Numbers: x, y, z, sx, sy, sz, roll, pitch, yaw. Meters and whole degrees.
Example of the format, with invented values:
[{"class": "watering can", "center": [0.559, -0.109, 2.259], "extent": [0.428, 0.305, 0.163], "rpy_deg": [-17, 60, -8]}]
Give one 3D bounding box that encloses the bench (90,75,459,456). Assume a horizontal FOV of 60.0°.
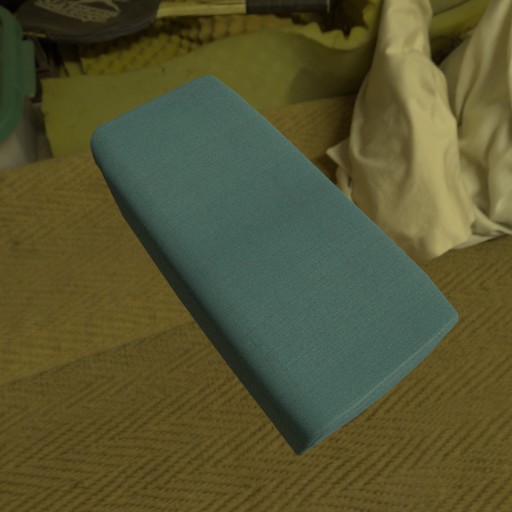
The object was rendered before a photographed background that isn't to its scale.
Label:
[{"class": "bench", "center": [0.000, 0.000, 1.277], "extent": [0.476, 0.474, 0.995], "rpy_deg": [-34, 67, -16]}]
